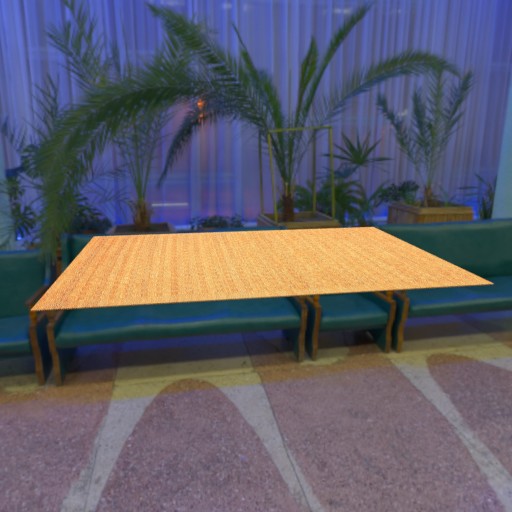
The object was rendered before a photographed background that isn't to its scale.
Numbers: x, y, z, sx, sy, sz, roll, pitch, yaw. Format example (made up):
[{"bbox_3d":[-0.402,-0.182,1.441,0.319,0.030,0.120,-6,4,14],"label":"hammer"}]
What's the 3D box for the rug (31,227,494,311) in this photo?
[{"bbox_3d":[0.000,0.000,2.878,2.285,0.006,1.524,-2,15,-9],"label":"rug"}]
